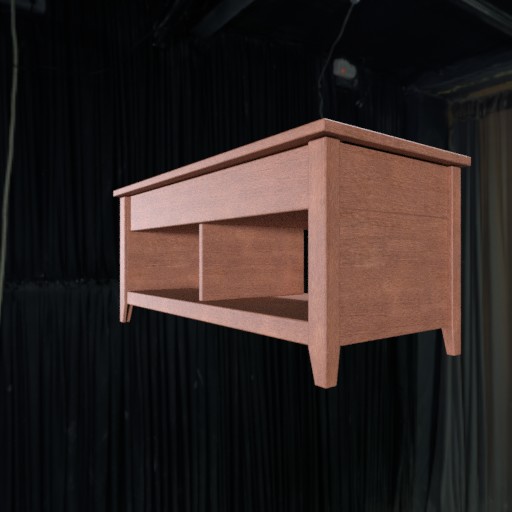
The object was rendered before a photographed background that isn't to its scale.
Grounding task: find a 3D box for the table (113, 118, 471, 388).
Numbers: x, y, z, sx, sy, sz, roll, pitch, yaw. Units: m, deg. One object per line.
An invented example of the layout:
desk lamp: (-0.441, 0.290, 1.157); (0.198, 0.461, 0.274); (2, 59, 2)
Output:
table: (0.000, 0.000, 1.287); (0.483, 0.457, 1.016); (0, 0, -37)
